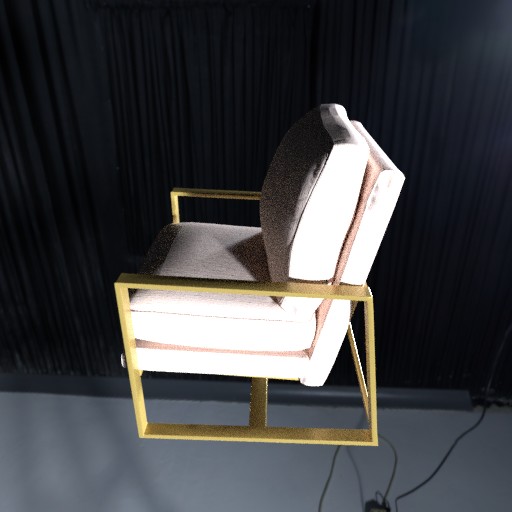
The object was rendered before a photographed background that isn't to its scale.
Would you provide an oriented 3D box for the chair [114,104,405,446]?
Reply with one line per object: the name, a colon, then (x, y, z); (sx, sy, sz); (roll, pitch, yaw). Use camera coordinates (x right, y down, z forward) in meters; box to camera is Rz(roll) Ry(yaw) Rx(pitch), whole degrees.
chair: (0.000, 0.000, 1.539); (0.813, 0.956, 0.758); (1, 28, 2)
